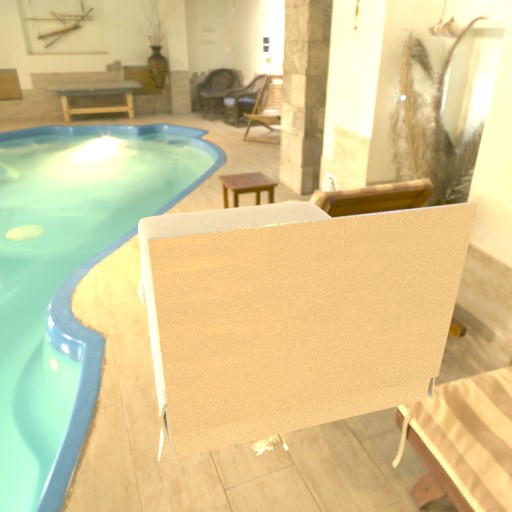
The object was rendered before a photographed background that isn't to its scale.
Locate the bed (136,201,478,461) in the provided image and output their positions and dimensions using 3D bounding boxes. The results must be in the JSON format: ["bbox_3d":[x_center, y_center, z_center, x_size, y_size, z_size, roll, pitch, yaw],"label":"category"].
[{"bbox_3d":[0.000,0.000,3.177,1.745,1.335,2.094,-7,27,-15],"label":"bed"}]
